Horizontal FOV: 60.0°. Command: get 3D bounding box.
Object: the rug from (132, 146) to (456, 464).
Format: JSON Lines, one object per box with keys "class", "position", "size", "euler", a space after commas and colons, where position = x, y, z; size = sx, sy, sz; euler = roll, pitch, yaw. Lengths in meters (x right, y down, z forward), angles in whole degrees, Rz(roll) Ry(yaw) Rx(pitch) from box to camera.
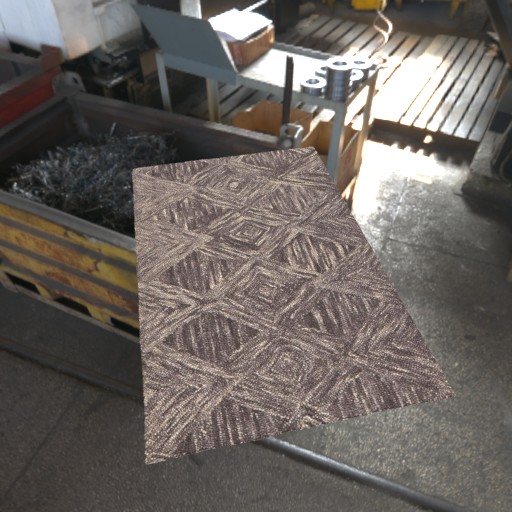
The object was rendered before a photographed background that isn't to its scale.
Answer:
{"class": "rug", "position": [0.000, 0.000, 2.241], "size": [1.186, 0.012, 1.814], "euler": [-9, 47, -9]}
